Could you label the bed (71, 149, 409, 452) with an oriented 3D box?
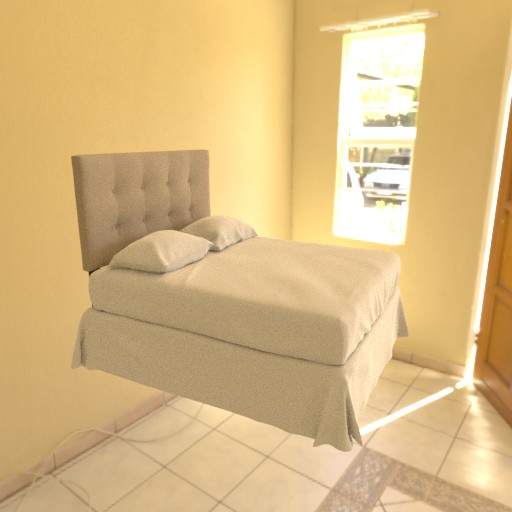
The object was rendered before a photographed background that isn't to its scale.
[{"bbox_3d":[0.000,0.000,3.497,2.222,1.577,1.936,8,17,26],"label":"bed"}]
